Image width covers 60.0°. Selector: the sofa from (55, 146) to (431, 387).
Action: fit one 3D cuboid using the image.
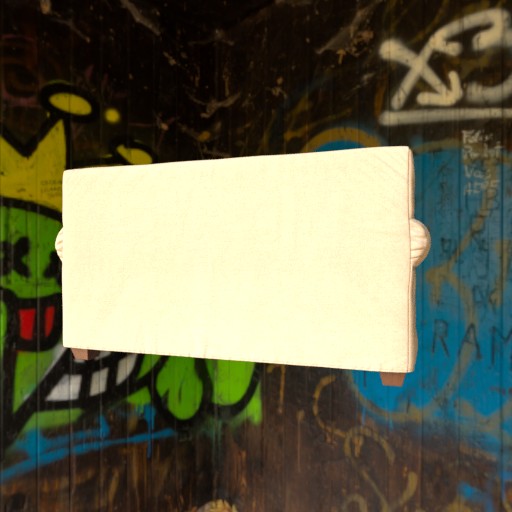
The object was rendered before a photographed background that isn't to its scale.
[{"bbox_3d":[0.000,0.000,2.188,1.550,0.905,1.070,0,0,18],"label":"sofa"}]
